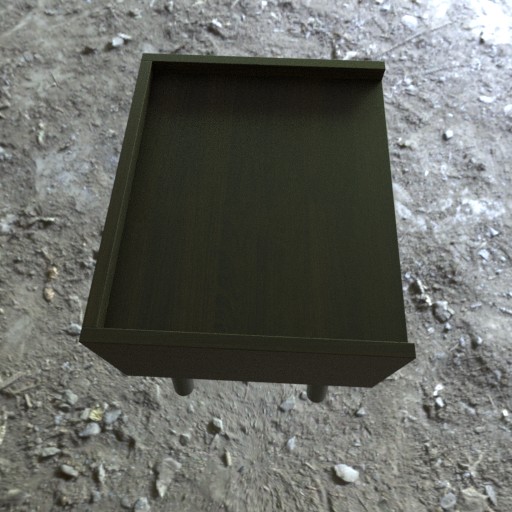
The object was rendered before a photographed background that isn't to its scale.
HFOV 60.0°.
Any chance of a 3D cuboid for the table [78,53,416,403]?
[{"bbox_3d":[0.000,0.000,0.793,0.370,0.470,0.450,3,65,1],"label":"table"}]
